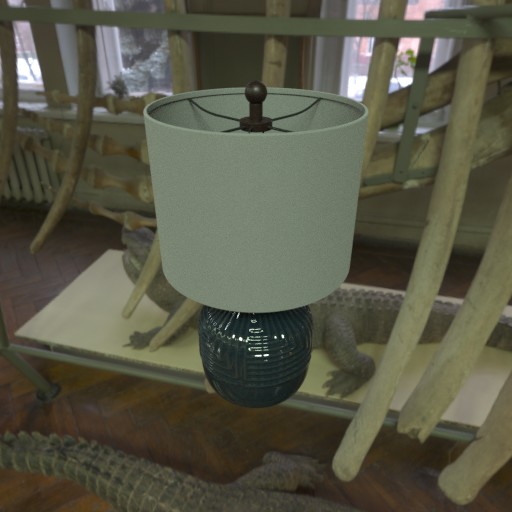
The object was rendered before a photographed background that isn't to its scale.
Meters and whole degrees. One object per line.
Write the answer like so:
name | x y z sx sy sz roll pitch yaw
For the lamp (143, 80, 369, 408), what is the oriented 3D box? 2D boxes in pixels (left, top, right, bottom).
lamp | 0.000 0.000 0.763 0.318 0.567 0.318 0 30 0
